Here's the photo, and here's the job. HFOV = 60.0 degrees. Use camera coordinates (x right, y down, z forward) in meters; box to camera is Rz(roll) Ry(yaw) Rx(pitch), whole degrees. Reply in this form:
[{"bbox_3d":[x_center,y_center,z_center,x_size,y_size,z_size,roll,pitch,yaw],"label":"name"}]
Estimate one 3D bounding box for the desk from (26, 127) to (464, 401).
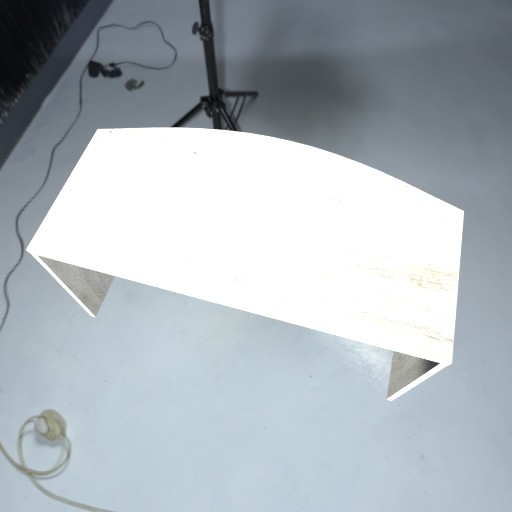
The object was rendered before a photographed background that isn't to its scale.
[{"bbox_3d":[0.000,0.000,2.107,1.600,0.752,0.802,14,63,7],"label":"desk"}]
